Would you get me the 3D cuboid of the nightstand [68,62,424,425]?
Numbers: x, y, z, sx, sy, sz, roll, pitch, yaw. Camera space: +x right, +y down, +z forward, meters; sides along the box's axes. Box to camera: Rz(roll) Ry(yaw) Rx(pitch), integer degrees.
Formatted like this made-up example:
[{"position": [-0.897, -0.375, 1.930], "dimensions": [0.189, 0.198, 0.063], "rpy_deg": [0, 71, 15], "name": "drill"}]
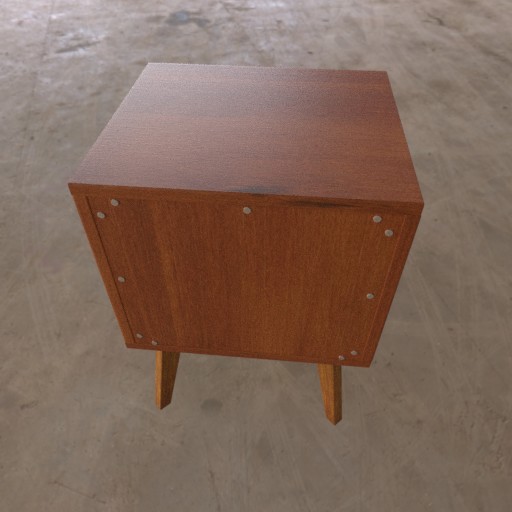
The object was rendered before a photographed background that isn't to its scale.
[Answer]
[{"position": [0.000, 0.000, 0.923], "dimensions": [0.460, 0.618, 0.411], "rpy_deg": [4, 45, 4], "name": "nightstand"}]
